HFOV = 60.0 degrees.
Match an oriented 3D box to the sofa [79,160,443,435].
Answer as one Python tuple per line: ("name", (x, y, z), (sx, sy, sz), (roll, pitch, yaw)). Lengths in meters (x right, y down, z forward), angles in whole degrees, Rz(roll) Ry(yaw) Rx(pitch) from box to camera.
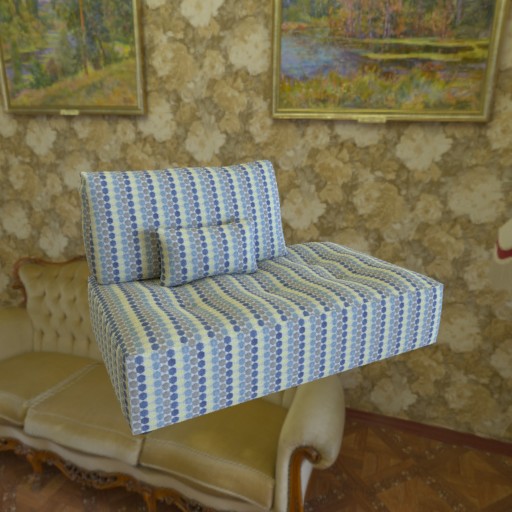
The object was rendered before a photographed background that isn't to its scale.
("sofa", (0.000, 0.000, 2.078), (1.450, 0.820, 1.000), (-9, 19, -26))
